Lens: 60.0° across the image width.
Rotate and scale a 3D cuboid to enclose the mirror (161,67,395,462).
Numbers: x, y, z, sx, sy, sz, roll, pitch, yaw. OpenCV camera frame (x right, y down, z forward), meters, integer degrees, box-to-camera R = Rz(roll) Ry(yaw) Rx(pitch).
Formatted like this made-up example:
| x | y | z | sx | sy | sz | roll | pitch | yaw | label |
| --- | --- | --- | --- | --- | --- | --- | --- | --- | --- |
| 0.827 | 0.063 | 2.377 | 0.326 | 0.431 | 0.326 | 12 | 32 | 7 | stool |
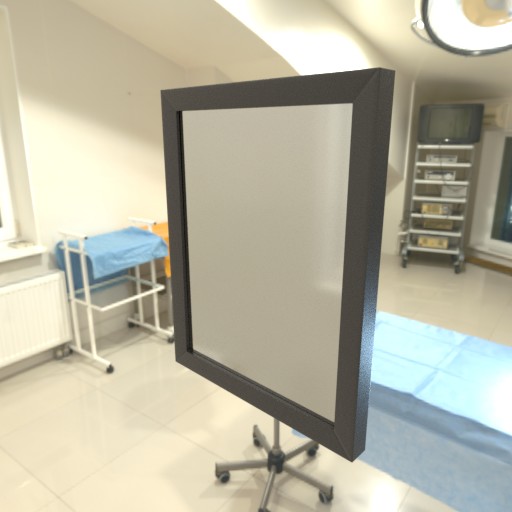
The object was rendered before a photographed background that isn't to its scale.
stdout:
| x | y | z | sx | sy | sz | roll | pitch | yaw | label |
| --- | --- | --- | --- | --- | --- | --- | --- | --- | --- |
| 0.000 | 0.000 | 0.692 | 0.405 | 0.508 | 0.041 | 15 | 21 | 42 | mirror |
